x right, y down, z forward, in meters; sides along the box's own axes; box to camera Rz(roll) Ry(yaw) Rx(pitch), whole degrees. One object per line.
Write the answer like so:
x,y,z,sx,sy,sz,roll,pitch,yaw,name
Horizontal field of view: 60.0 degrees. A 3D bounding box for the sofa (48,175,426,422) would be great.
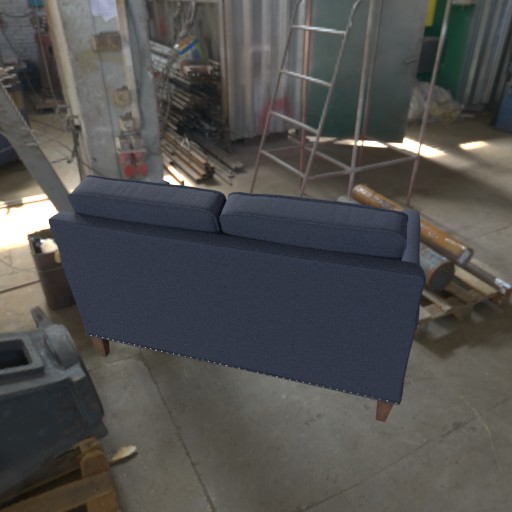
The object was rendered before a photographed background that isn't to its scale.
0.000,0.000,2.272,1.597,1.003,1.084,9,32,14,sofa
